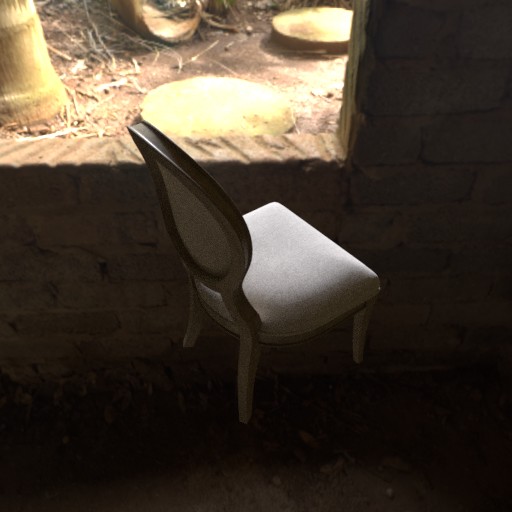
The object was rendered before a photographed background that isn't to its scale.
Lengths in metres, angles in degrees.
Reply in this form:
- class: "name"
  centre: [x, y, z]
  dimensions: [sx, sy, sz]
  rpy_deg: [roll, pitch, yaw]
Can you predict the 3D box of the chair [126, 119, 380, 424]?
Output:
- class: "chair"
  centre: [0.000, 0.000, 1.365]
  dimensions: [0.602, 0.990, 0.558]
  rpy_deg: [-26, 48, -27]
